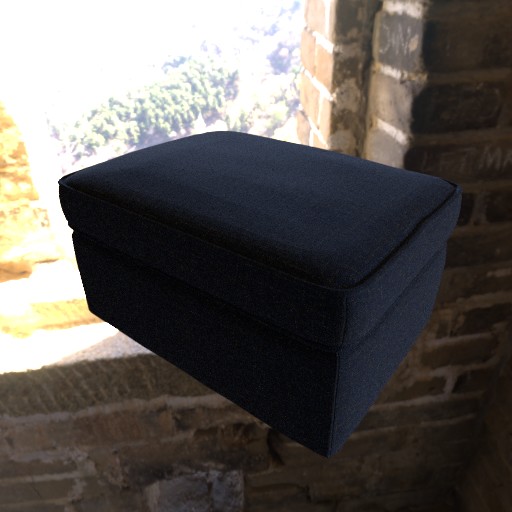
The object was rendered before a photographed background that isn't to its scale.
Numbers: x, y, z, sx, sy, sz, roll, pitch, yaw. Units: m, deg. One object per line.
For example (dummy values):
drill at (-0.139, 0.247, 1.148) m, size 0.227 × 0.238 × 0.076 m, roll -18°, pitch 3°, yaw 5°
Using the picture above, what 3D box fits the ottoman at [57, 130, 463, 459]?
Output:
ottoman at (0.000, 0.000, 1.046) m, size 0.749 × 0.450 × 0.549 m, roll 21°, pitch 36°, yaw 32°
